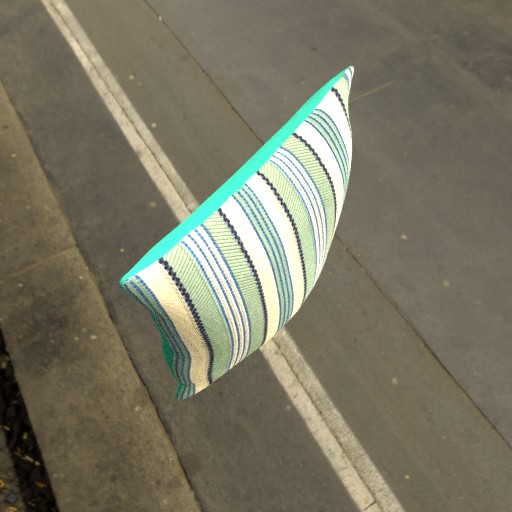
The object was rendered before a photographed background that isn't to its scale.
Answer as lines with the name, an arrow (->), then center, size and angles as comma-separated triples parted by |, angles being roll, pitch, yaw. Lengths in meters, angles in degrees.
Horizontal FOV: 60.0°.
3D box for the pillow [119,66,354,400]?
pillow -> 0.000, 0.000, 0.694 | 0.182, 0.441, 0.440 | 33, 64, 18
